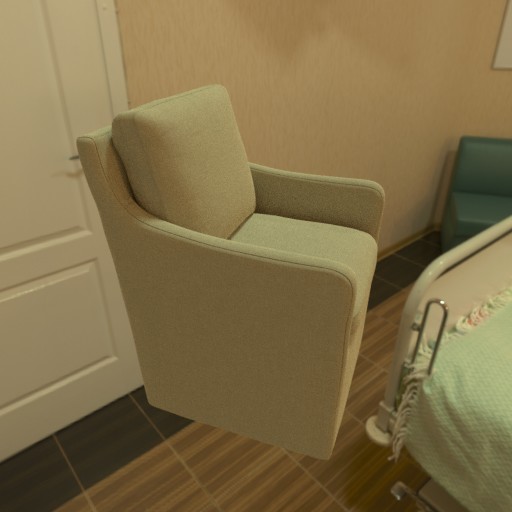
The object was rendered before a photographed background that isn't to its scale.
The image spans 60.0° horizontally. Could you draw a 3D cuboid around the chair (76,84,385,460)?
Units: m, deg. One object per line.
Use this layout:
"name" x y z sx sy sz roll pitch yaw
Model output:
"chair" 0.000 0.000 1.355 0.694 0.914 0.626 10 31 18
